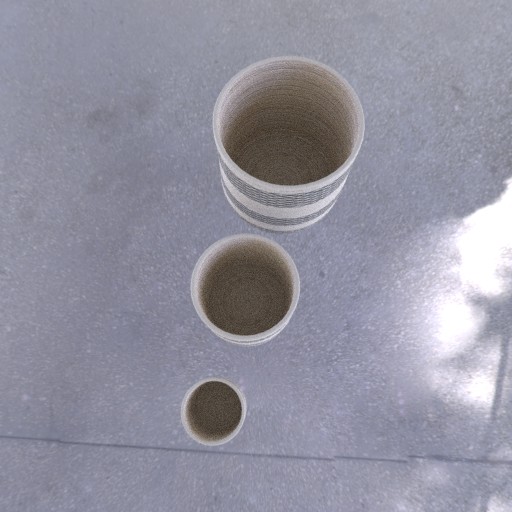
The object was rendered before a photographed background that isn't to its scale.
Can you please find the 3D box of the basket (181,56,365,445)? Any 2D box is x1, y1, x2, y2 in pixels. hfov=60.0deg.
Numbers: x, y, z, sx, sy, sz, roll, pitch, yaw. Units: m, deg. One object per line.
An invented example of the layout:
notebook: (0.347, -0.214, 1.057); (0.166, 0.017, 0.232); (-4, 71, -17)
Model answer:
basket: (0.000, 0.000, 1.105); (0.351, 0.356, 0.917); (15, 76, 4)
